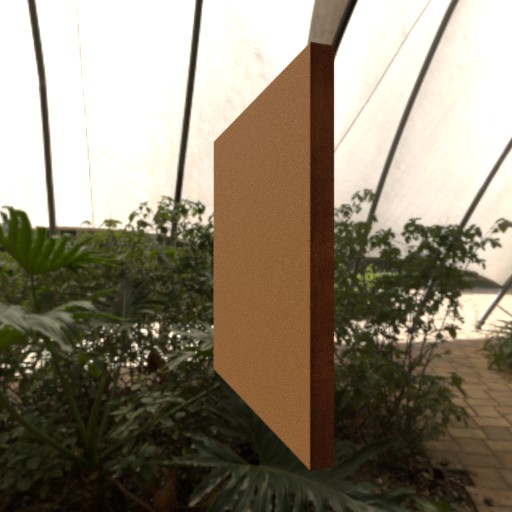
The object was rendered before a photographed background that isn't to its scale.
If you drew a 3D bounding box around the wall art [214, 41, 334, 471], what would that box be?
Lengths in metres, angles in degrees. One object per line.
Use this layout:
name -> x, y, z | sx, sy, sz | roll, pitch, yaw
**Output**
wall art -> 0.000, 0.000, 0.858 | 0.037, 0.572, 0.554 | 0, 0, -19
